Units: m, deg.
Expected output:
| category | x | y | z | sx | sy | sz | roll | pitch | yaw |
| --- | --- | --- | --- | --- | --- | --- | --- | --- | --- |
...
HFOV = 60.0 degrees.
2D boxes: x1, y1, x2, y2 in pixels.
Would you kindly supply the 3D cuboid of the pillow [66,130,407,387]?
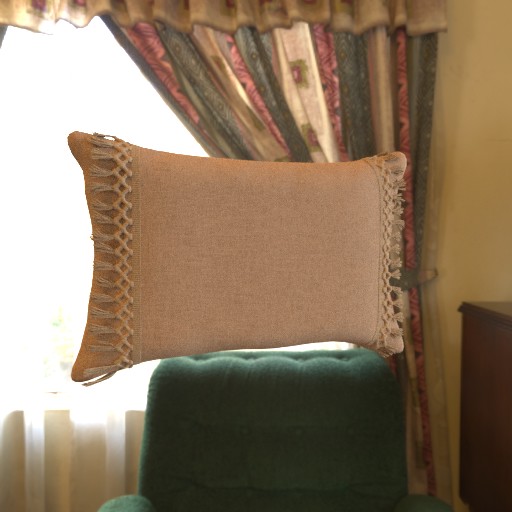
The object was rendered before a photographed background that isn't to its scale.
| category | x | y | z | sx | sy | sz | roll | pitch | yaw |
| --- | --- | --- | --- | --- | --- | --- | --- | --- | --- |
| pillow | 0.000 | 0.000 | 0.592 | 0.466 | 0.305 | 0.084 | 0 | 1 | -17 |
